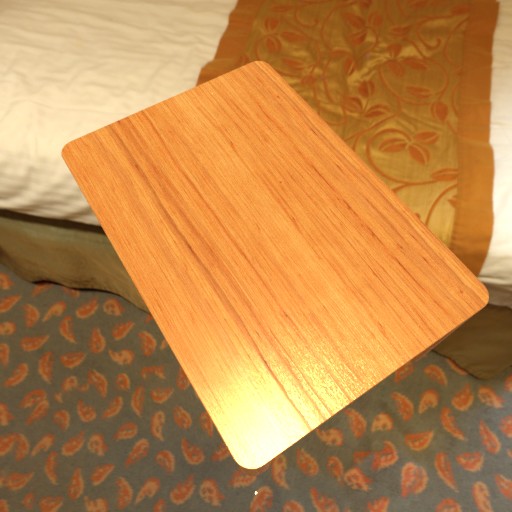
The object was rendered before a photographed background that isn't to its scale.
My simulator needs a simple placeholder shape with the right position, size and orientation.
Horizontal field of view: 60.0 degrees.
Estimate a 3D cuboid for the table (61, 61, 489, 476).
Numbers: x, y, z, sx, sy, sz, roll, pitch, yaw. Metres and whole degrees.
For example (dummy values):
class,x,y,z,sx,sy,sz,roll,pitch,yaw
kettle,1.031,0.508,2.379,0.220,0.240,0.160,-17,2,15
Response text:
class,x,y,z,sx,sy,sz,roll,pitch,yaw
table,0.000,0.000,1.339,0.696,0.445,0.997,-30,66,-15
